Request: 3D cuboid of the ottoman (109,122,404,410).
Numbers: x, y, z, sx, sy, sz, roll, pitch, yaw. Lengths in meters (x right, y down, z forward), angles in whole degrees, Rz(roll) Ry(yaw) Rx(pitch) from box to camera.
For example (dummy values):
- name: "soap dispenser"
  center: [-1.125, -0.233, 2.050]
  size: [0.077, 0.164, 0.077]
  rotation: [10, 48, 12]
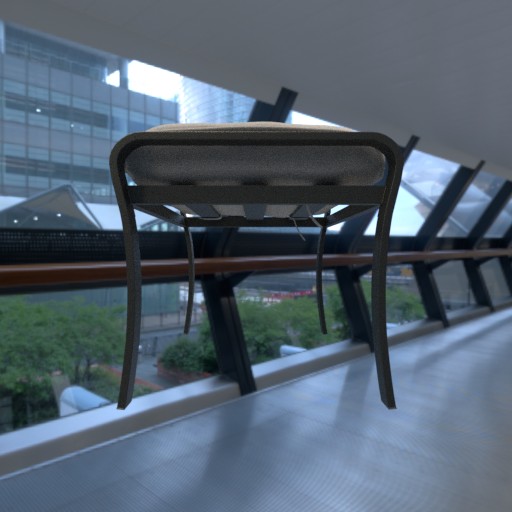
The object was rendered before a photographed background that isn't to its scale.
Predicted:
- name: "ottoman"
  center: [0.000, 0.000, 0.914]
  size: [0.406, 0.422, 0.610]
  rotation: [0, 0, 0]
